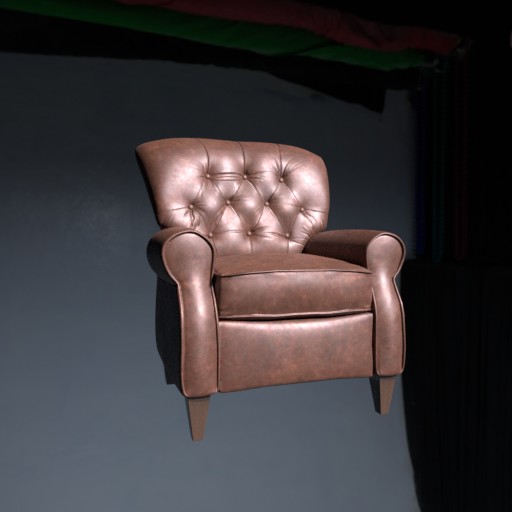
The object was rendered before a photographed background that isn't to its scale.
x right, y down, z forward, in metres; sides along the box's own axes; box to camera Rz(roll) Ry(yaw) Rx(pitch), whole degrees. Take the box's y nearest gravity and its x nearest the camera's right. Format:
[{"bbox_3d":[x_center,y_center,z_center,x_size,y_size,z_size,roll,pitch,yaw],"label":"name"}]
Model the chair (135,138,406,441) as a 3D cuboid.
[{"bbox_3d":[0.000,0.000,1.947,0.979,1.162,1.031,0,1,-19],"label":"chair"}]
